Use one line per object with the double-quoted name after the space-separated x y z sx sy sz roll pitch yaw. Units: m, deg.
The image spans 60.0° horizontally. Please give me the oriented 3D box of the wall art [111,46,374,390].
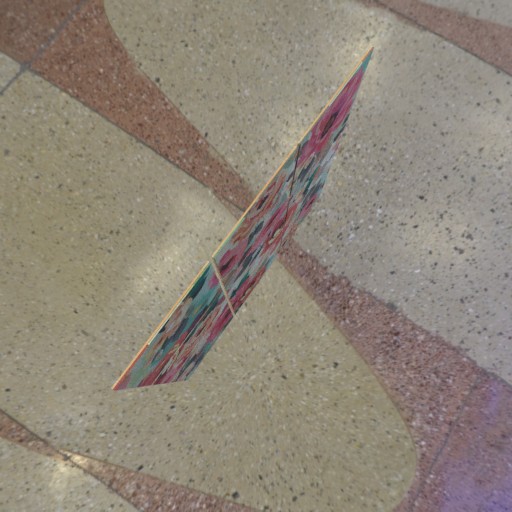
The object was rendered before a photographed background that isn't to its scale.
0.000 0.000 2.252 0.013 1.519 1.521 35 78 8 "wall art"
